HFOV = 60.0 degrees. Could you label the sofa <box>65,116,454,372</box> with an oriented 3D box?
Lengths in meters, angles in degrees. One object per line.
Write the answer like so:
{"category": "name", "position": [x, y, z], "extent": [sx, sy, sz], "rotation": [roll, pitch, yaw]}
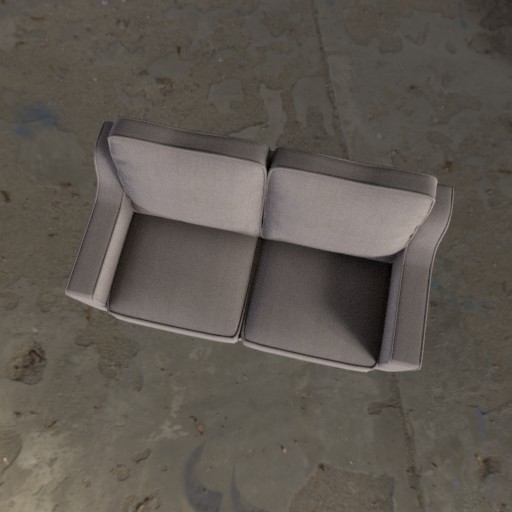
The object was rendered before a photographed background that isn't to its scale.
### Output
{"category": "sofa", "position": [0.000, 0.000, 2.002], "extent": [1.500, 0.948, 0.791], "rotation": [12, 74, 3]}
